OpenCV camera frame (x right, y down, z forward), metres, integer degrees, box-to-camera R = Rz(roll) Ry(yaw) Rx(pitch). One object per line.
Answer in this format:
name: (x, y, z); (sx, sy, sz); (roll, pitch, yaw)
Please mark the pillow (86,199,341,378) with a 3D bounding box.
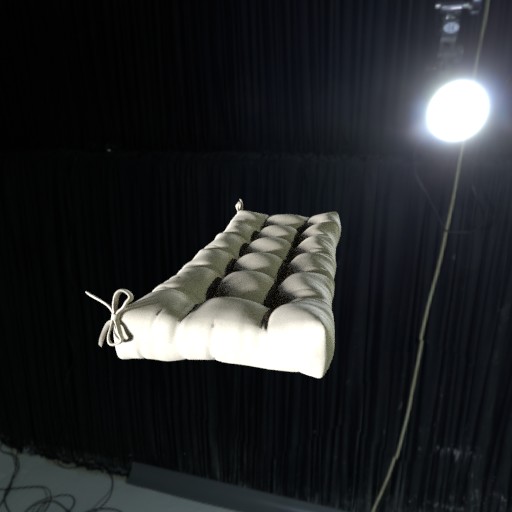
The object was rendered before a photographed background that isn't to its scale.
pillow: (0.000, 0.000, 1.386); (0.511, 0.174, 1.194); (3, 17, 11)
